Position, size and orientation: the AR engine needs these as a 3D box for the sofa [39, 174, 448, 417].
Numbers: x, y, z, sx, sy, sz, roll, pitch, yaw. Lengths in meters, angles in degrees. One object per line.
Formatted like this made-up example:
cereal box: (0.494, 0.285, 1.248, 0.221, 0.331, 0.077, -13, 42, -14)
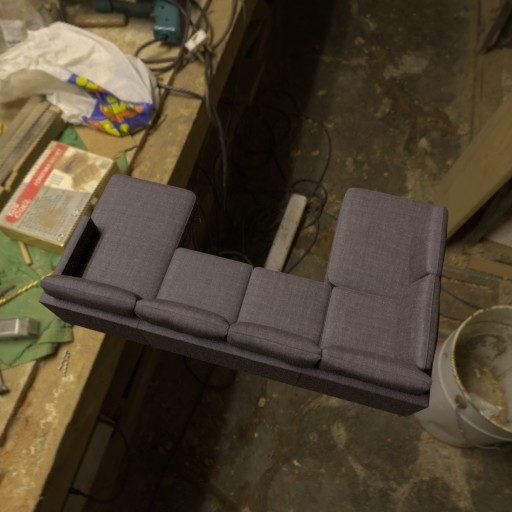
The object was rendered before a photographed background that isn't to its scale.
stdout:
sofa: (0.000, 0.000, 4.272, 3.423, 0.999, 2.048, 14, 65, 7)
